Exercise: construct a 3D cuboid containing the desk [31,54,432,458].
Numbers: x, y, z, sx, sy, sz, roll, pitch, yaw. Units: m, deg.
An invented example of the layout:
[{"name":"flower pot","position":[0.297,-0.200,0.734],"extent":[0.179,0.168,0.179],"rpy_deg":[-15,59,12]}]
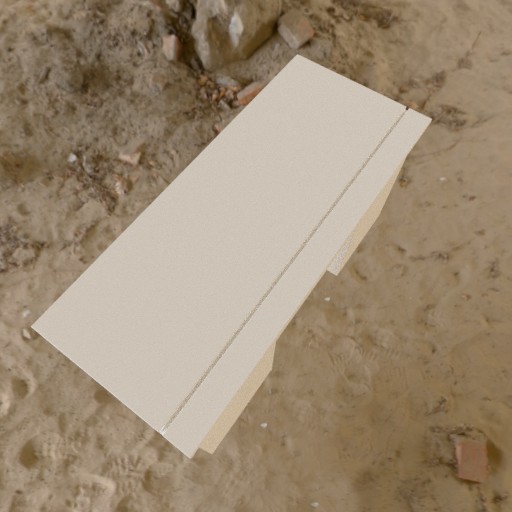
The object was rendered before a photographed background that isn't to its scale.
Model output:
[{"name":"desk","position":[0.000,0.000,1.981],"extent":[0.670,0.760,1.580],"rpy_deg":[33,68,15]}]
